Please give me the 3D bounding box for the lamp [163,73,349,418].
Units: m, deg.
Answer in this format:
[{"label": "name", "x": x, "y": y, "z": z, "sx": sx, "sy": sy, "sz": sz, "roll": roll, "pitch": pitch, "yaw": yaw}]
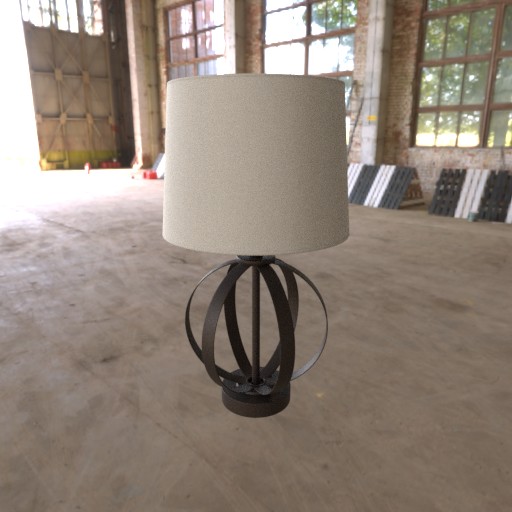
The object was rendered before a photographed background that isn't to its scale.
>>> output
[{"label": "lamp", "x": 0.000, "y": 0.000, "z": 0.705, "sx": 0.286, "sy": 0.510, "sz": 0.286, "roll": 0, "pitch": 15, "yaw": 0}]
